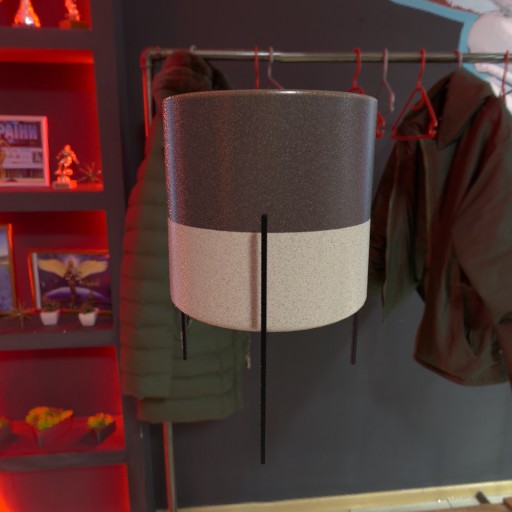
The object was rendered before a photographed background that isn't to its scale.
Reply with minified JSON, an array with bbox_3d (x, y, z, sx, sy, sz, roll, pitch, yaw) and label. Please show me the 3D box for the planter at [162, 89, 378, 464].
[{"bbox_3d":[0.000,0.000,0.532,0.260,0.353,0.250,7,16,25],"label":"planter"}]
